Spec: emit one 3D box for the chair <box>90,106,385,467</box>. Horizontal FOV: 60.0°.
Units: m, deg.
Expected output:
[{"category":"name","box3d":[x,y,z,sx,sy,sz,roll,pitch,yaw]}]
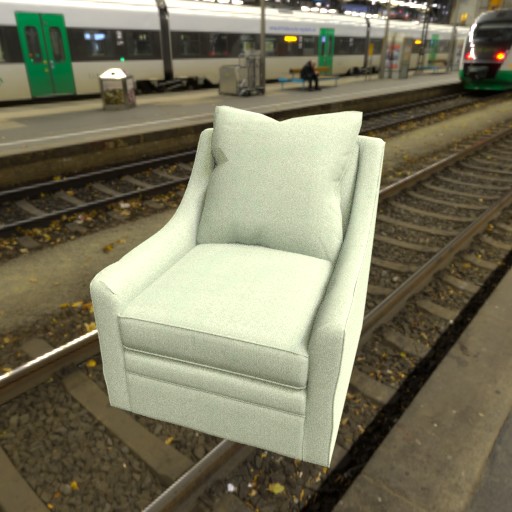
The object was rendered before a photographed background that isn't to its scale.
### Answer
[{"category":"chair","box3d":[0.000,0.000,1.576,0.760,0.926,0.870,8,26,17]}]
